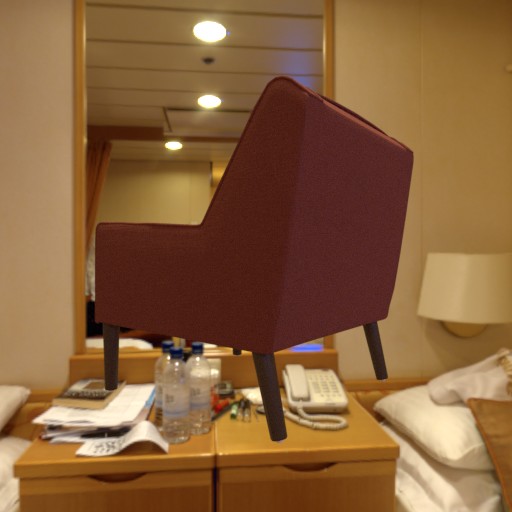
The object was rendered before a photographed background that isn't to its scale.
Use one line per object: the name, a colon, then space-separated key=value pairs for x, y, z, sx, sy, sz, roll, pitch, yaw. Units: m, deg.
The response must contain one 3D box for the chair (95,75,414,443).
chair: x=0.000 y=0.000 z=1.381 sx=0.770 sy=0.812 sz=0.680 roll=0 pitch=0 yaw=37
